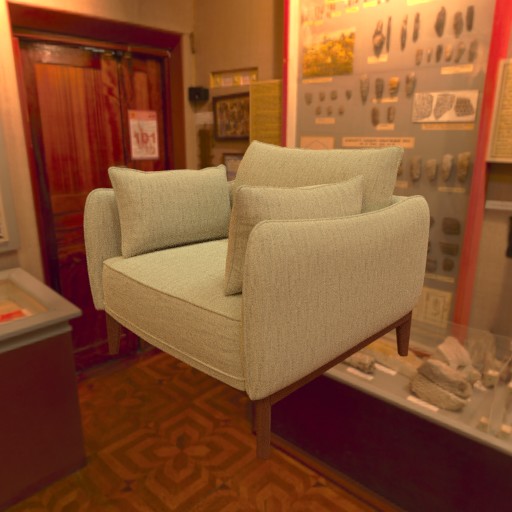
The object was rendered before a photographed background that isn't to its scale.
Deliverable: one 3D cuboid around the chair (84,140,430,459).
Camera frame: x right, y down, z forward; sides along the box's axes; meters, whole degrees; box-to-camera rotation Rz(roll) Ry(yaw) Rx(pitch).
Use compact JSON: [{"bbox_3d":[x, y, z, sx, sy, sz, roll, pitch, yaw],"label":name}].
[{"bbox_3d":[0.000,0.000,1.737,0.994,0.855,0.991,15,22,43],"label":"chair"}]
